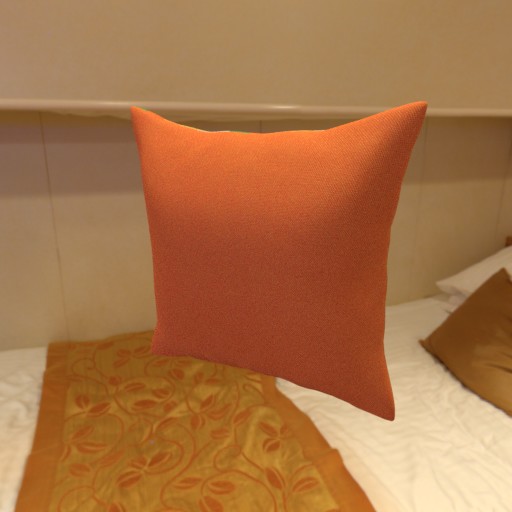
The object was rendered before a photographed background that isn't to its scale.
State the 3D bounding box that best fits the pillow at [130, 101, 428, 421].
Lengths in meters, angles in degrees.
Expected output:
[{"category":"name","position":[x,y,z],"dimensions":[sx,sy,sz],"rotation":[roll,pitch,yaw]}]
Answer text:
[{"category":"pillow","position":[0.000,0.000,0.682],"dimensions":[0.453,0.444,0.169],"rotation":[8,18,26]}]
